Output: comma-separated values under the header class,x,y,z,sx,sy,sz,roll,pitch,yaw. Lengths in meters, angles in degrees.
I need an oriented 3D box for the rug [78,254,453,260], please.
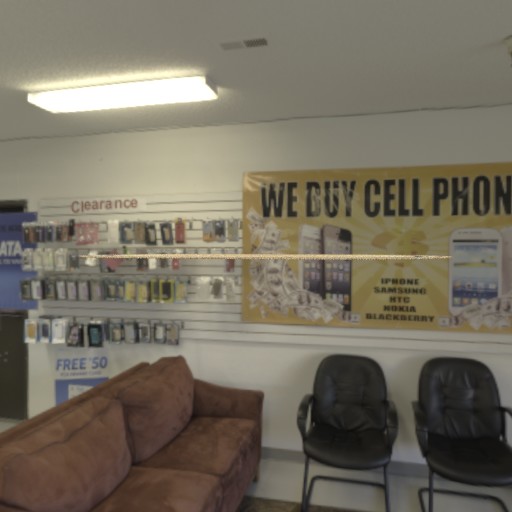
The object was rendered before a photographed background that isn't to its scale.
class,x,y,z,sx,sy,sz,roll,pitch,yaw
rug,0.000,0.000,2.995,2.432,0.006,1.520,0,1,17
